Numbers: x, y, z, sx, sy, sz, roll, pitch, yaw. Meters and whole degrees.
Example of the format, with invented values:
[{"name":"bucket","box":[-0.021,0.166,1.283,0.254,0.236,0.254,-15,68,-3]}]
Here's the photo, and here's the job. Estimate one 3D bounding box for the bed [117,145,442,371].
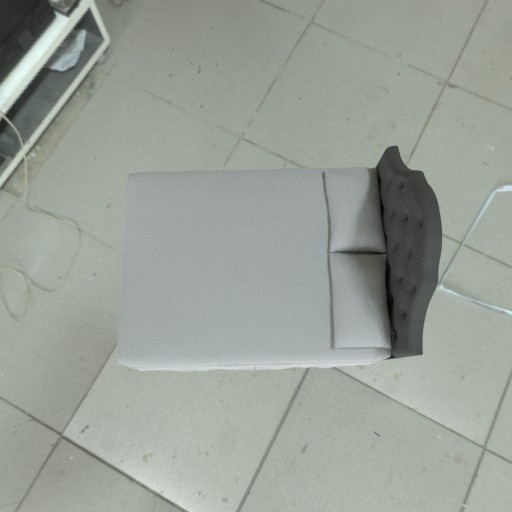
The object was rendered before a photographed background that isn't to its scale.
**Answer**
[{"name":"bed","box":[0.000,0.000,3.325,2.155,1.575,1.636,-1,75,0]}]
